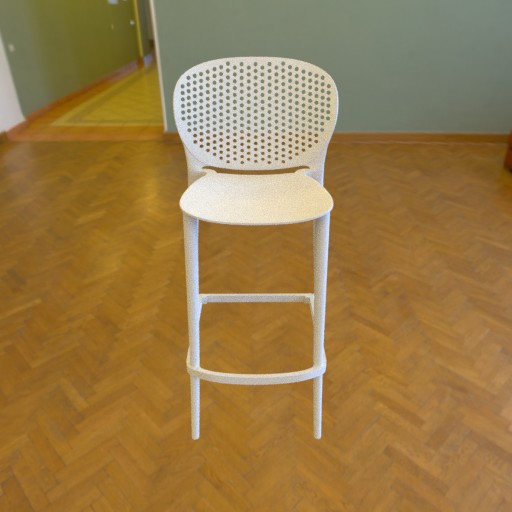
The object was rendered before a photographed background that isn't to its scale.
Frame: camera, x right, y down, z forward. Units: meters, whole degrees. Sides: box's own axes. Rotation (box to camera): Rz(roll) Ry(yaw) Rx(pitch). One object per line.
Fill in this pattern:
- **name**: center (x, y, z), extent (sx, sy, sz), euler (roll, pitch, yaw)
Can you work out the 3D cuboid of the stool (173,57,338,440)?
- **stool**: center (0.000, 0.000, 1.339), extent (0.536, 1.045, 0.535), euler (0, 31, 0)
